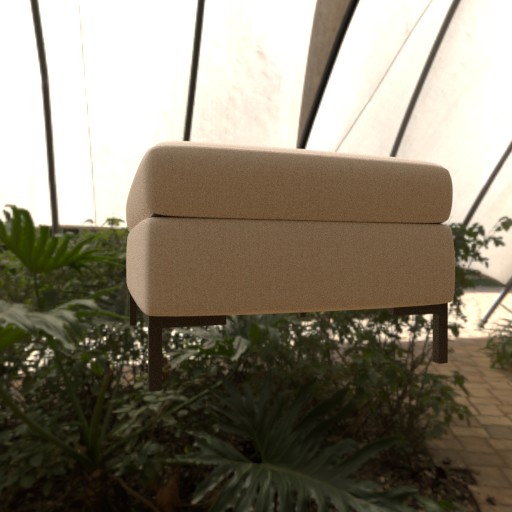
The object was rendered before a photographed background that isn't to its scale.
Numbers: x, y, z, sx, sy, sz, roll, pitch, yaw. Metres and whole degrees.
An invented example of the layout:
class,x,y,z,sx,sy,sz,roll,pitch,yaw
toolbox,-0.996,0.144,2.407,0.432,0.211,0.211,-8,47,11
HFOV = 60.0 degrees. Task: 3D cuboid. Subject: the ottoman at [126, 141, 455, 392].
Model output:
class,x,y,z,sx,sy,sz,roll,pitch,yaw
ottoman,0.000,0.000,1.195,0.657,0.453,0.794,0,0,-18
